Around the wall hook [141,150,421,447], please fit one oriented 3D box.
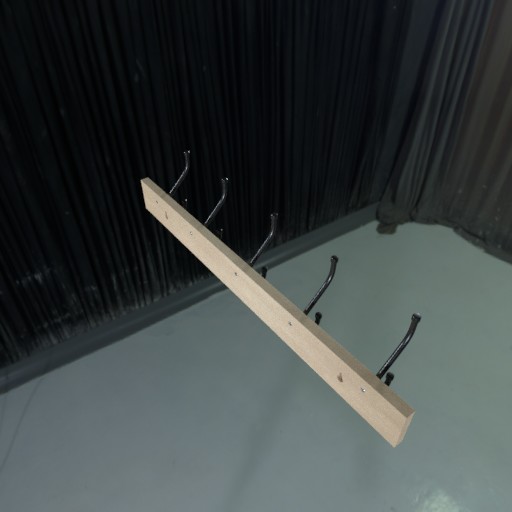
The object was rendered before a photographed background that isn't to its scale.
[{"bbox_3d":[0.000,0.000,0.623,0.071,0.117,0.571,-26,47,-28],"label":"wall hook"}]
